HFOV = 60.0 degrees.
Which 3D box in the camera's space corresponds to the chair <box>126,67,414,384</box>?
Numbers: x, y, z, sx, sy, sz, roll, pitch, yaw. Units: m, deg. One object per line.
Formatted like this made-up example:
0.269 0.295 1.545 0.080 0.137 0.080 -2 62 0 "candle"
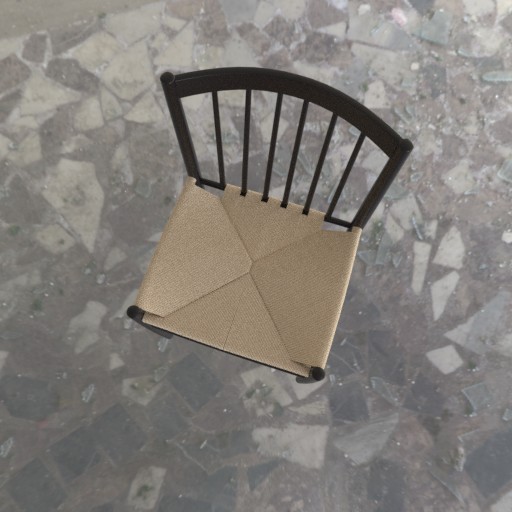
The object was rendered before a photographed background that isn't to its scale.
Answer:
0.000 0.000 1.155 0.495 0.818 0.516 17 74 5 "chair"
